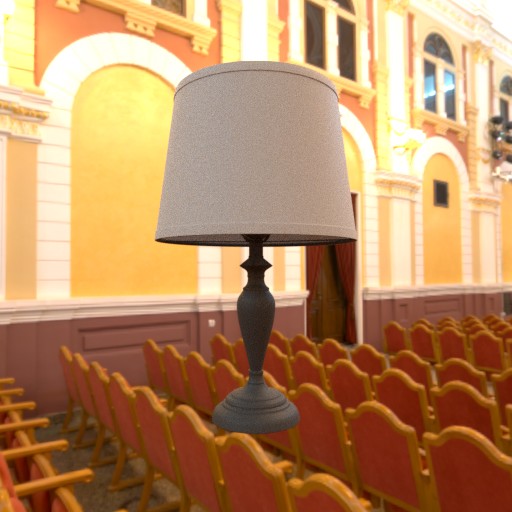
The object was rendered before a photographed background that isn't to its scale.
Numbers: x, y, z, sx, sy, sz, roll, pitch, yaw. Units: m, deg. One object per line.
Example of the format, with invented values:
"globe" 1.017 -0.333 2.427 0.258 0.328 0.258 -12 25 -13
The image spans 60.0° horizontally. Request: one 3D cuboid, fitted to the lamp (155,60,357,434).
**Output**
"lamp" 0.000 0.000 0.693 0.310 0.501 0.310 0 -2 0
